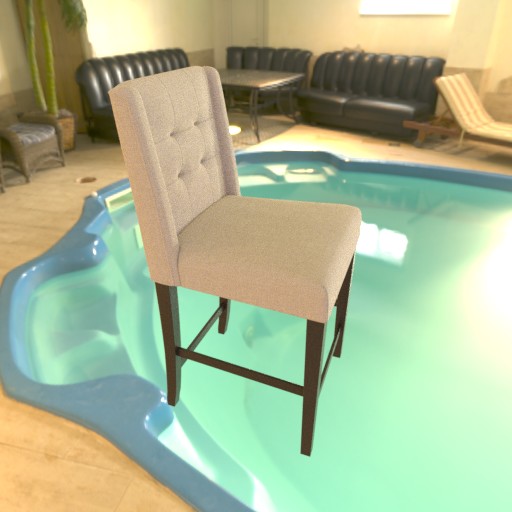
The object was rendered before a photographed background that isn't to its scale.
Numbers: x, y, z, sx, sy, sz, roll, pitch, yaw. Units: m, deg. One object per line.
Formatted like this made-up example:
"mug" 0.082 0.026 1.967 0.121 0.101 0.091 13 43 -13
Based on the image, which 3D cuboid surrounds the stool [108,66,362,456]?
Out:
"stool" 0.000 0.000 1.243 0.509 0.939 0.474 10 31 18
